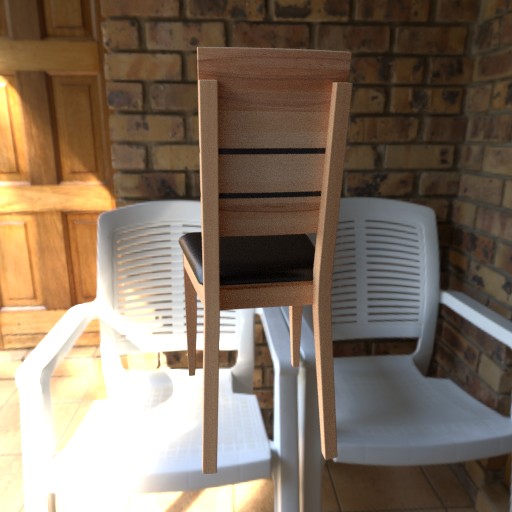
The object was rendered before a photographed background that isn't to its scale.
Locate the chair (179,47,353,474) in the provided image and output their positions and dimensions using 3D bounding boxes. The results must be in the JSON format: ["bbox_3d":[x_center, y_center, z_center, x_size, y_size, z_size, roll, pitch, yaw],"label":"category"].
[{"bbox_3d":[0.000,0.000,1.188,0.410,0.940,0.520,-3,15,-9],"label":"chair"}]
